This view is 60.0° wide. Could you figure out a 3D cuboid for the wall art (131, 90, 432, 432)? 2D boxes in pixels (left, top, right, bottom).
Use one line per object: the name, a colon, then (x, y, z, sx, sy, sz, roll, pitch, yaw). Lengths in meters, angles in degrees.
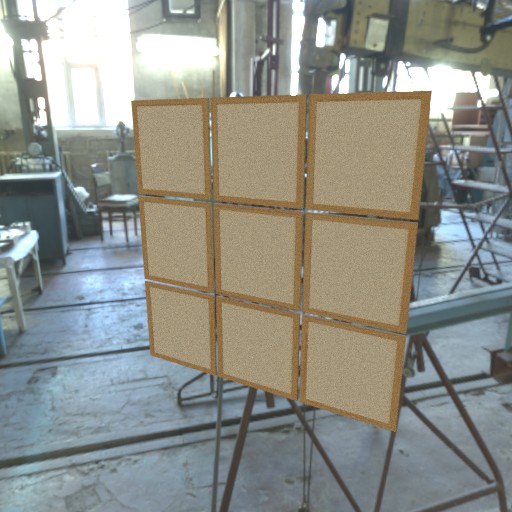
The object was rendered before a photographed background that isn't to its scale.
wall art: (0.000, 0.000, 2.242, 1.517, 1.523, 0.013, 9, 19, 27)
